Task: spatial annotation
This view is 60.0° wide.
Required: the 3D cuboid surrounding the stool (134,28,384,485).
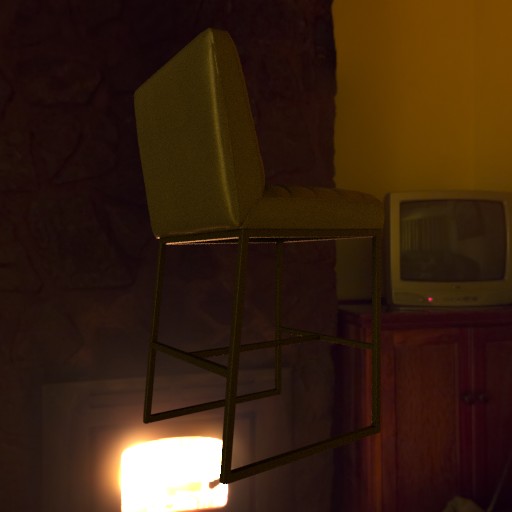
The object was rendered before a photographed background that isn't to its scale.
[{"bbox_3d":[0.000,0.000,1.217,0.552,0.938,0.457,1,-1,-35],"label":"stool"}]
